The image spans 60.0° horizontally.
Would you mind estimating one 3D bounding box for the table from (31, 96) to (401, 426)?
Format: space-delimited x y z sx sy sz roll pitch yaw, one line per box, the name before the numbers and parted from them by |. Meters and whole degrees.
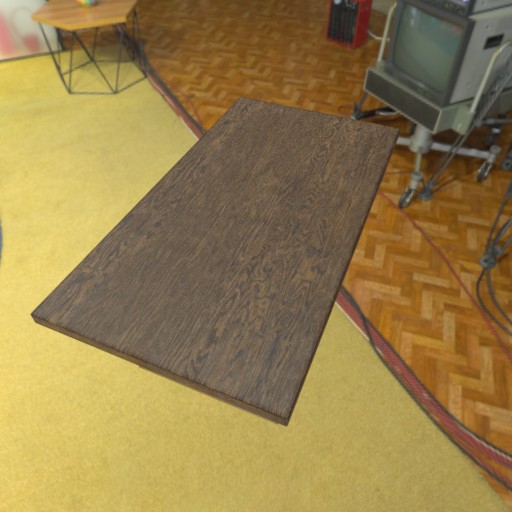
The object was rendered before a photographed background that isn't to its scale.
table | 0.000 0.000 2.509 1.078 0.795 1.989 17 48 16
